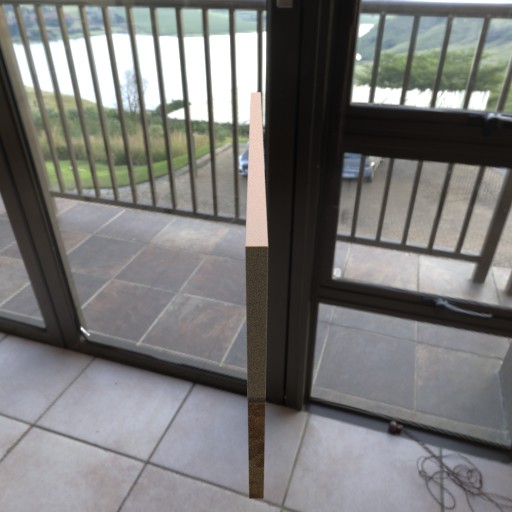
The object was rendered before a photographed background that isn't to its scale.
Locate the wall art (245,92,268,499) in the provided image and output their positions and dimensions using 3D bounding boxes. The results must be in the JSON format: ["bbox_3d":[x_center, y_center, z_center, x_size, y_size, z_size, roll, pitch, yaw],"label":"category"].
[{"bbox_3d":[0.000,0.000,1.896,0.051,1.016,1.520,0,32,0],"label":"wall art"}]
